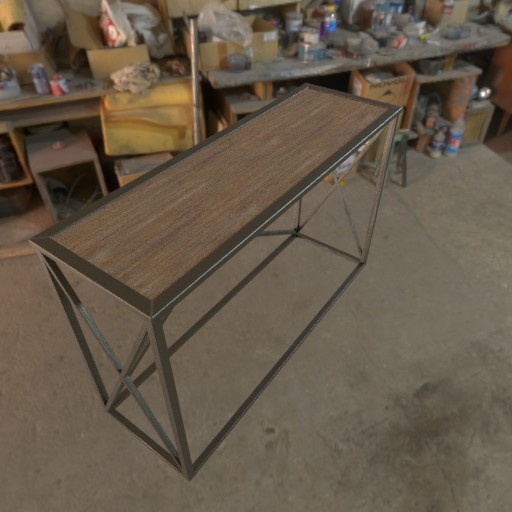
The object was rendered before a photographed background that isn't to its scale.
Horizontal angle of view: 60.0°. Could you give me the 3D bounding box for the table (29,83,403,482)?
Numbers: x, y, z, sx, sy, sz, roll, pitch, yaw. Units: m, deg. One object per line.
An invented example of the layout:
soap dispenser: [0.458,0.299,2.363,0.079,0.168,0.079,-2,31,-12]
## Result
table: [0.000,0.000,1.540,0.402,0.753,1.216,26,47,26]
